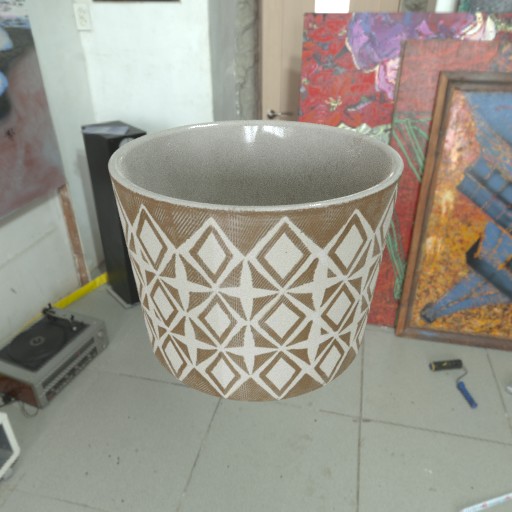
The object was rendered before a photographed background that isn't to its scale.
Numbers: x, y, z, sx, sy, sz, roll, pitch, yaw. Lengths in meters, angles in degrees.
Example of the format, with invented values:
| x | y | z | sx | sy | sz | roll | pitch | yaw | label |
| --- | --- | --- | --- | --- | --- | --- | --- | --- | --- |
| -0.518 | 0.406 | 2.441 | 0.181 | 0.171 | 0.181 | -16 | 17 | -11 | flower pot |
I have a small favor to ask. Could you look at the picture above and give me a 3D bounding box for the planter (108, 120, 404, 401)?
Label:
| x | y | z | sx | sy | sz | roll | pitch | yaw | label |
| --- | --- | --- | --- | --- | --- | --- | --- | --- | --- |
| 0.000 | 0.000 | 0.460 | 0.260 | 0.220 | 0.260 | 0 | 30 | 0 | planter |
